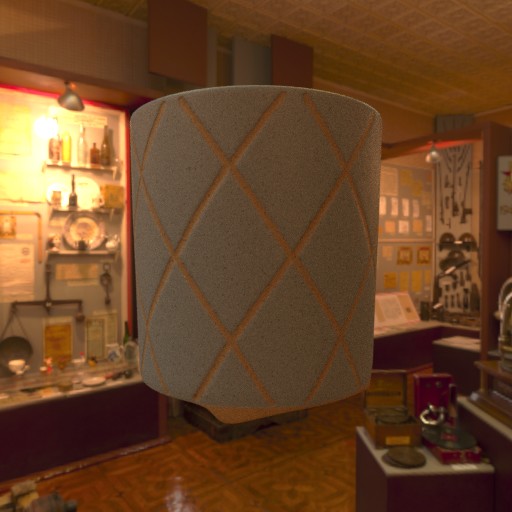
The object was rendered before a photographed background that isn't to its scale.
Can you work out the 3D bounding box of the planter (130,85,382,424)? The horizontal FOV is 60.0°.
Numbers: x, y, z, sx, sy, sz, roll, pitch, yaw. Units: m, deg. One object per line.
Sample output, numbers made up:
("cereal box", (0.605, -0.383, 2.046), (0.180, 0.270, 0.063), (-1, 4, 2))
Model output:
("planter", (0.000, 0.000, 0.350), (0.191, 0.200, 0.191), (0, 1, 0))
